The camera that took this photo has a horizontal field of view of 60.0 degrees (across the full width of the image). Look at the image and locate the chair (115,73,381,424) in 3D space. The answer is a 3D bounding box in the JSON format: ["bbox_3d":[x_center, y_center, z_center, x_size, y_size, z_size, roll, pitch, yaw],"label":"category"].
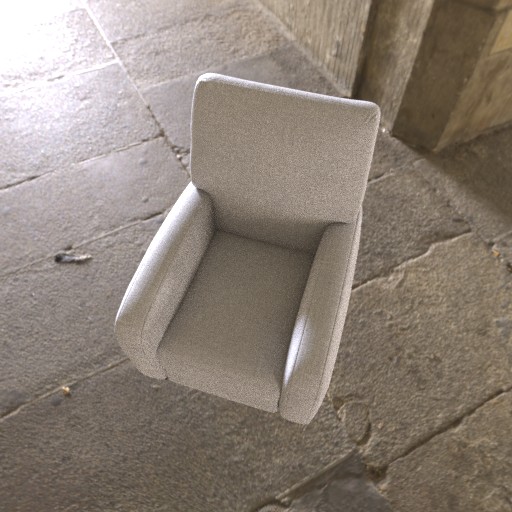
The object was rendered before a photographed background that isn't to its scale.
[{"bbox_3d":[0.000,0.000,1.716,0.762,0.990,0.990,14,58,9],"label":"chair"}]
